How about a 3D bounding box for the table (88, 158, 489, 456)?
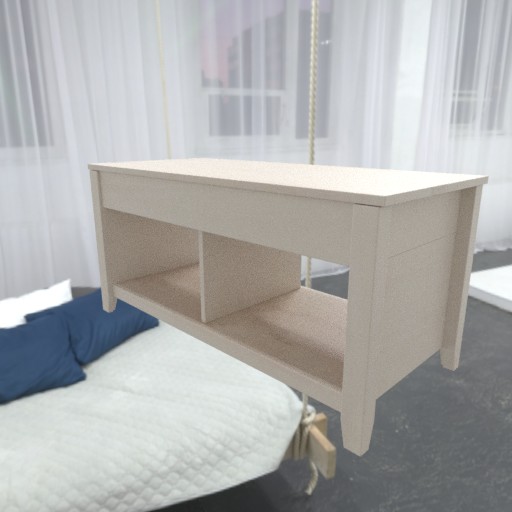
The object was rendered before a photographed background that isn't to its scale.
[{"bbox_3d":[0.000,0.000,1.246,1.016,0.483,0.457,15,22,43],"label":"table"}]
